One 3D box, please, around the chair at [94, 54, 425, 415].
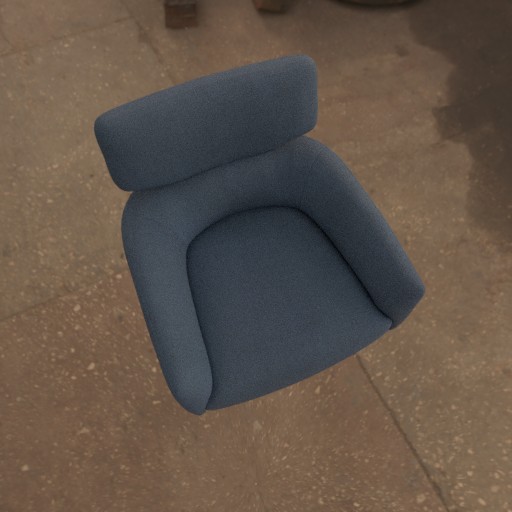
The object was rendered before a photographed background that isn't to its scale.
[{"bbox_3d":[0.000,0.000,1.372,0.738,0.813,0.761,-21,65,-11],"label":"chair"}]
